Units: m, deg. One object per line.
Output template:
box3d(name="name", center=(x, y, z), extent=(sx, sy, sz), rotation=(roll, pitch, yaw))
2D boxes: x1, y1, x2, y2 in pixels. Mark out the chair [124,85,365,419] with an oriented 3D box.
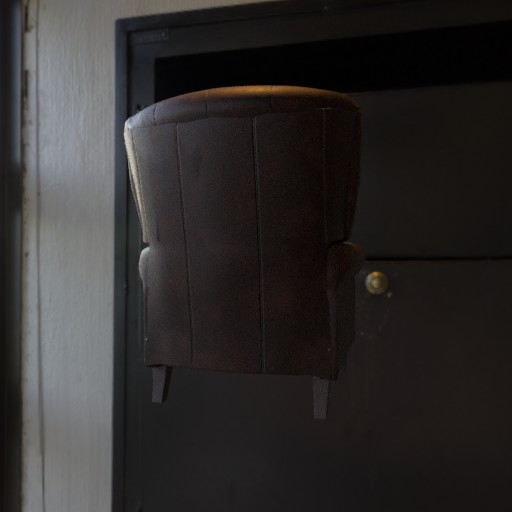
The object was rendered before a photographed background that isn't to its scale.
box3d(name="chair", center=(0.000, 0.000, 1.948), extent=(0.948, 1.158, 1.058), rotation=(0, -1, 17))
